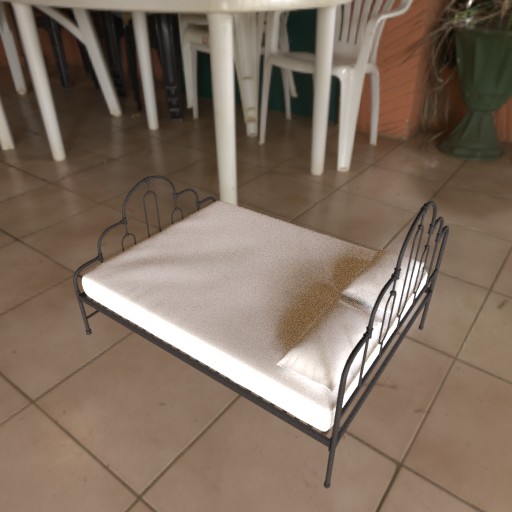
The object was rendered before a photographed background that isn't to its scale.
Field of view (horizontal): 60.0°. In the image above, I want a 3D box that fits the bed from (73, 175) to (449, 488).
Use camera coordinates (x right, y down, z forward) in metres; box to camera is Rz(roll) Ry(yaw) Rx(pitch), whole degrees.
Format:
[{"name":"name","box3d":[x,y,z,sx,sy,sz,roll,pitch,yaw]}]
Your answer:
[{"name":"bed","box3d":[0.000,0.000,3.163,2.163,1.429,1.640,21,39,29]}]
